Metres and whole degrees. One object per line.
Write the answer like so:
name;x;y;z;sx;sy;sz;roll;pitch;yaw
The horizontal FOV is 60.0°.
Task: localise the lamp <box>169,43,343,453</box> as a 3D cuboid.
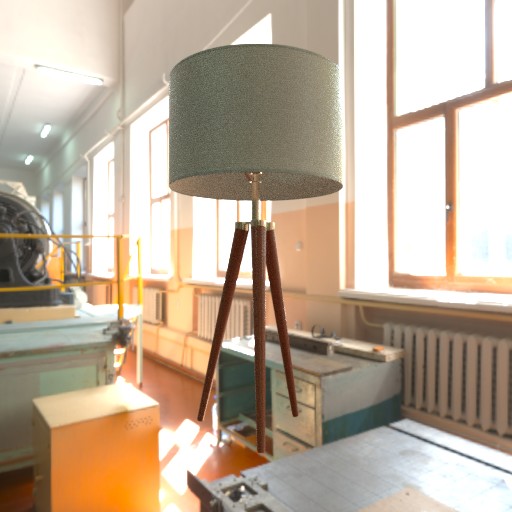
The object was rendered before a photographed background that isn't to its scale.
lamp;0.000;0.000;0.915;0.355;0.709;0.354;0;-1;1
